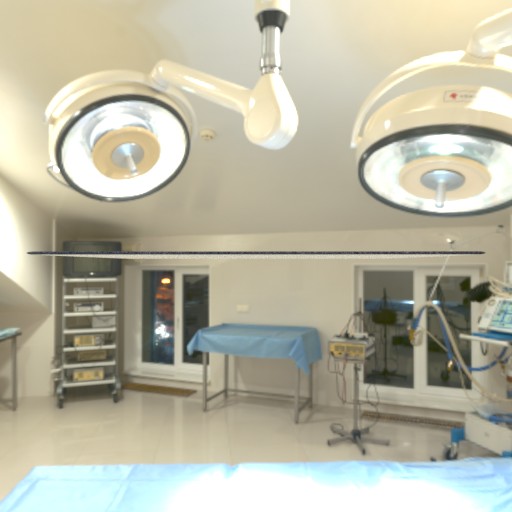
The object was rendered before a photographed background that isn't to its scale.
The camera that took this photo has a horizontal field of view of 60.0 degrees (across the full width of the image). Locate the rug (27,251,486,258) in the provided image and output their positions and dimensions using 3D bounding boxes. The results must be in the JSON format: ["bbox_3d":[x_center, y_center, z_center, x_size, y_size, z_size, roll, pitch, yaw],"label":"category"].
[{"bbox_3d":[0.000,0.000,4.274,3.245,0.024,2.385,0,-1,1],"label":"rug"}]
